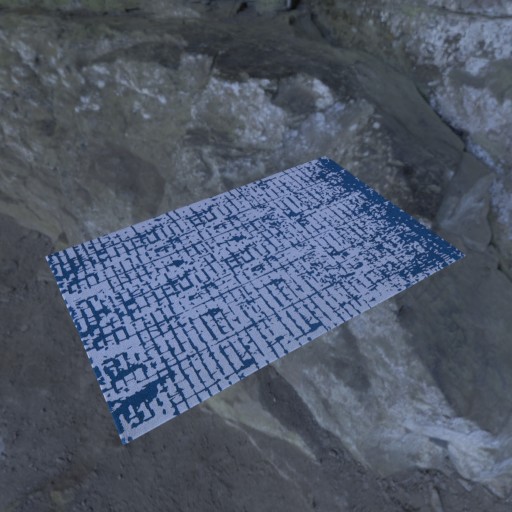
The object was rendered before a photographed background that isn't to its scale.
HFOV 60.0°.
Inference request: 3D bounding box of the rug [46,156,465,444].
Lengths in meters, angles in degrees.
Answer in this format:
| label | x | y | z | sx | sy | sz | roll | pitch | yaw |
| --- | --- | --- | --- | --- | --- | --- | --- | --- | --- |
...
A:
| label | x | y | z | sx | sy | sz | roll | pitch | yaw |
| --- | --- | --- | --- | --- | --- | --- | --- | --- | --- |
| rug | 0.000 | 0.000 | 3.026 | 2.435 | 0.011 | 1.517 | -24 | 49 | -23 |
